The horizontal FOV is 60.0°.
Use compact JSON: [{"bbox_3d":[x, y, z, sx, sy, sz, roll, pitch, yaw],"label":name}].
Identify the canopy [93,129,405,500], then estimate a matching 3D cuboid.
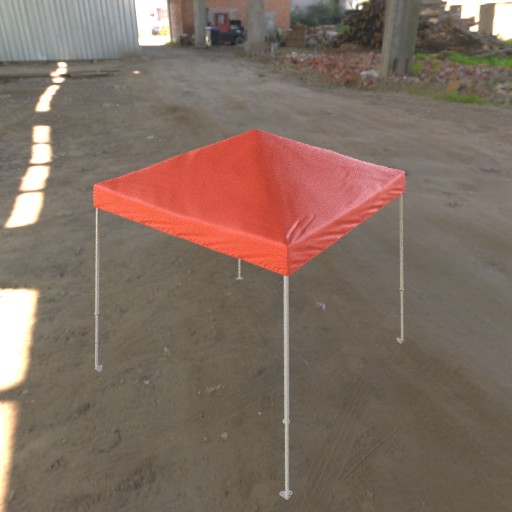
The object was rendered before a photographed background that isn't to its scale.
[{"bbox_3d":[0.000,0.000,5.081,2.849,2.850,2.850,19,33,32],"label":"canopy"}]
